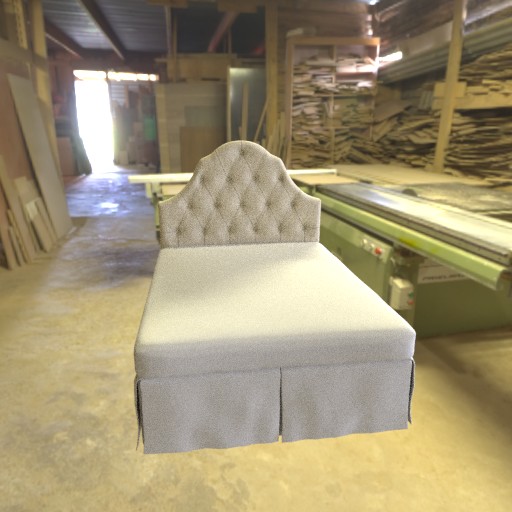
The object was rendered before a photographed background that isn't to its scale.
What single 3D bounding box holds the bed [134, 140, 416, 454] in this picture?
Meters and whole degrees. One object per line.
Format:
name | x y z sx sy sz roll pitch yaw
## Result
bed | 0.000 0.000 3.244 1.627 1.575 2.092 -2 16 -8
